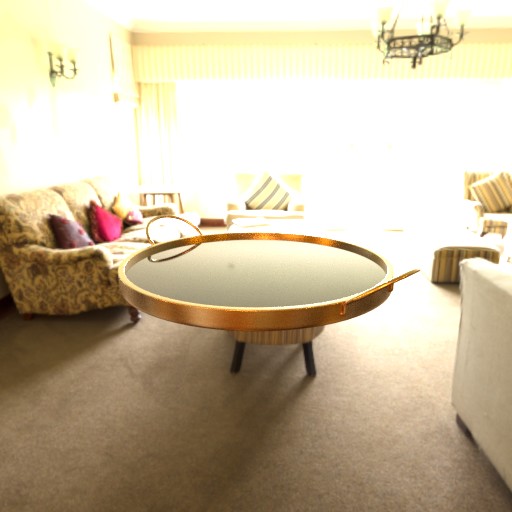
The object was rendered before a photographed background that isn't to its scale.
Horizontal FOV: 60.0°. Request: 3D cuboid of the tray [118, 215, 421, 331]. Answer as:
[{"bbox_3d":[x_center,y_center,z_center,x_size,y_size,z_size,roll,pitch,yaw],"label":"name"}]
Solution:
[{"bbox_3d":[0.000,0.000,0.732,0.543,0.069,0.438,15,21,43],"label":"tray"}]
